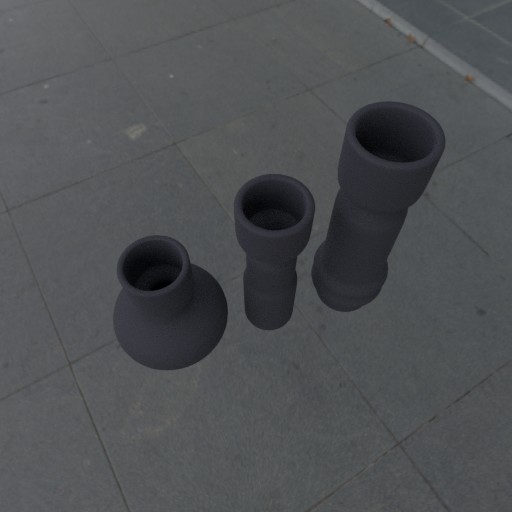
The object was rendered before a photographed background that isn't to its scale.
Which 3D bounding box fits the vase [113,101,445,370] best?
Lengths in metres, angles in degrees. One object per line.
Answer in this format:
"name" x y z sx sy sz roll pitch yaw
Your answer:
"vase" 0.000 0.000 0.425 0.307 0.249 0.120 -14 58 -9
